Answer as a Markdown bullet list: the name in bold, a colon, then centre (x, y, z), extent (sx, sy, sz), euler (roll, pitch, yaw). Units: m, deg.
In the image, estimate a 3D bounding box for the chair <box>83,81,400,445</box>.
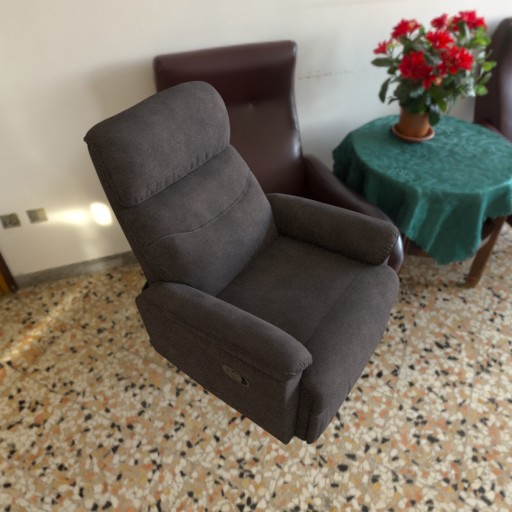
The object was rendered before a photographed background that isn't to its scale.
- **chair**: centre (0.000, 0.000, 1.696), extent (1.009, 1.035, 0.830), euler (25, 48, 25)
